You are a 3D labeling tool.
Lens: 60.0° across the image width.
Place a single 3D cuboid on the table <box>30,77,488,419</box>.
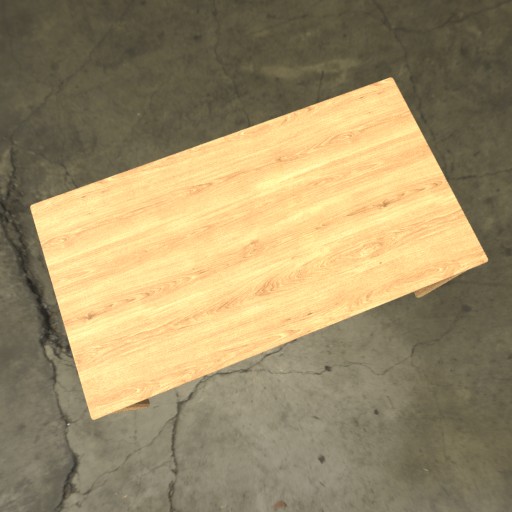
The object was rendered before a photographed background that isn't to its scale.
[{"bbox_3d":[0.000,0.000,2.047,1.600,0.760,0.900,-21,78,-5],"label":"table"}]
